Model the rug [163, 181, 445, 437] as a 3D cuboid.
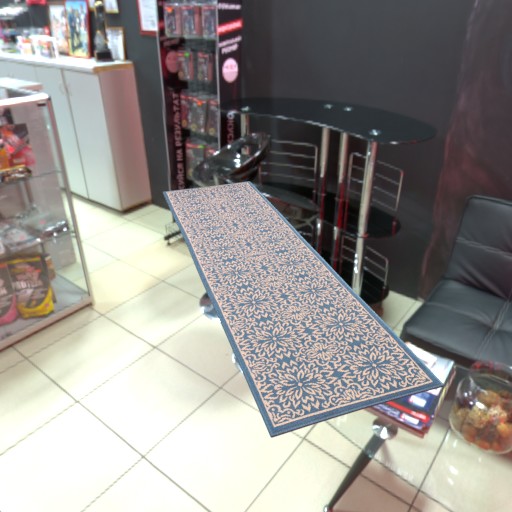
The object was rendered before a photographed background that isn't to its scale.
[{"bbox_3d":[0.000,0.000,2.381,0.662,0.011,2.196,-10,31,-17],"label":"rug"}]
